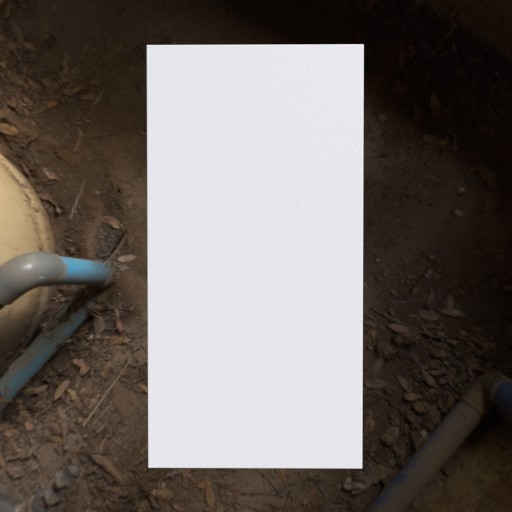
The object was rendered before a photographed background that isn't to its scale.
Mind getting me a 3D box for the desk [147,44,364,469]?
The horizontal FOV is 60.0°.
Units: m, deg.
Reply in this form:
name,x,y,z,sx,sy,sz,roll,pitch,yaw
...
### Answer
name,x,y,z,sx,sy,sz,roll,pitch,yaw
desk,0.000,0.000,1.515,0.560,0.730,1.100,0,91,0
